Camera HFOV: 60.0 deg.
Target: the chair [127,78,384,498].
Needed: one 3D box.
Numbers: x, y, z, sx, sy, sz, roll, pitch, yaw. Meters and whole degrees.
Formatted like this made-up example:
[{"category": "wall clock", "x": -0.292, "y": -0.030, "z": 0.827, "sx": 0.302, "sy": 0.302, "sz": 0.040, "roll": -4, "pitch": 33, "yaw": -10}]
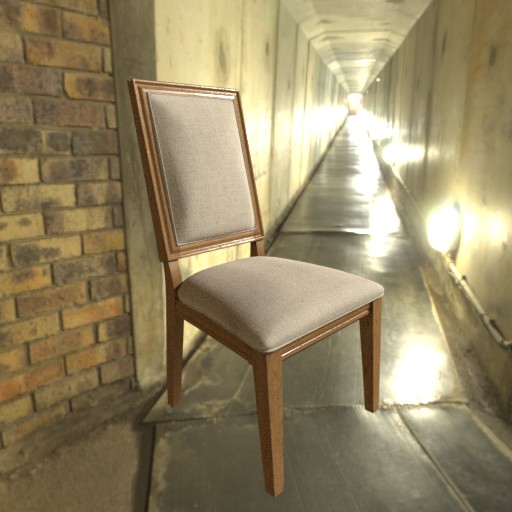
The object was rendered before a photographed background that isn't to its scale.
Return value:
[{"category": "chair", "x": 0.000, "y": 0.000, "z": 1.304, "sx": 0.601, "sy": 0.988, "sz": 0.536, "roll": 14, "pitch": 20, "yaw": 42}]
